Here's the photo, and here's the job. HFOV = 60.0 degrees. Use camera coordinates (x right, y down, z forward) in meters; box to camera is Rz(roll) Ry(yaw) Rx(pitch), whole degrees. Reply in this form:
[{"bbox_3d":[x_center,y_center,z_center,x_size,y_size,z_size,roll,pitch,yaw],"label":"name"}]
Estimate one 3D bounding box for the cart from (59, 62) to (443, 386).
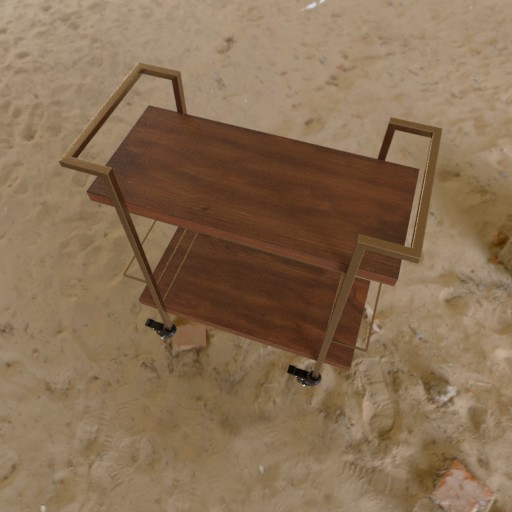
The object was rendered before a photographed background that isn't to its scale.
[{"bbox_3d":[0.000,0.000,1.208,0.695,0.807,0.364,16,59,10],"label":"cart"}]
